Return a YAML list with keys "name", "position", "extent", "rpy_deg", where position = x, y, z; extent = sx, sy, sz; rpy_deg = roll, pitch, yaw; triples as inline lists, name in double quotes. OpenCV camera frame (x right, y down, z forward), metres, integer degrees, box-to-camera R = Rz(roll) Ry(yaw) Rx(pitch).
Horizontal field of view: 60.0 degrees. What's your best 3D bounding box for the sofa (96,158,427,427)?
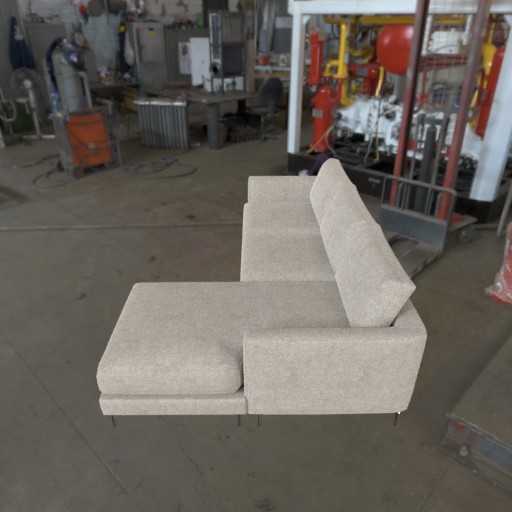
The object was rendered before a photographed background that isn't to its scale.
- name: "sofa"
  position: [0.000, 0.000, 3.199]
  extent: [1.626, 0.864, 2.438]
  rpy_deg: [0, 28, 0]
